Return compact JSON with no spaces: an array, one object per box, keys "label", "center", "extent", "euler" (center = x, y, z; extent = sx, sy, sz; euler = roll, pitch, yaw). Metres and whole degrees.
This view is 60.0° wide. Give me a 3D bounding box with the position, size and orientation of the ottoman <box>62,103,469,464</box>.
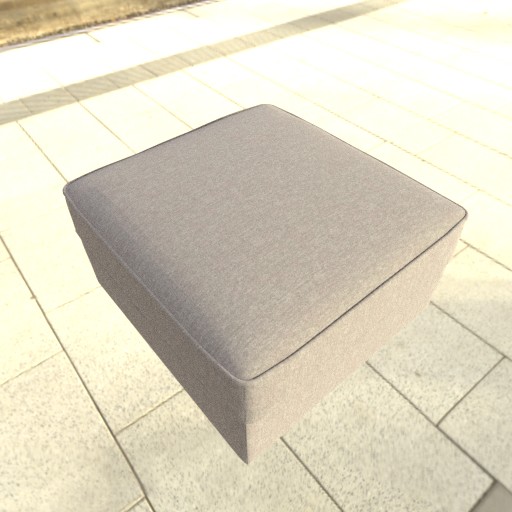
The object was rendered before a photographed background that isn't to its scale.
[{"label":"ottoman","center":[0.000,0.000,1.367],"extent":[0.808,0.612,0.871],"euler":[-31,53,-27]}]
